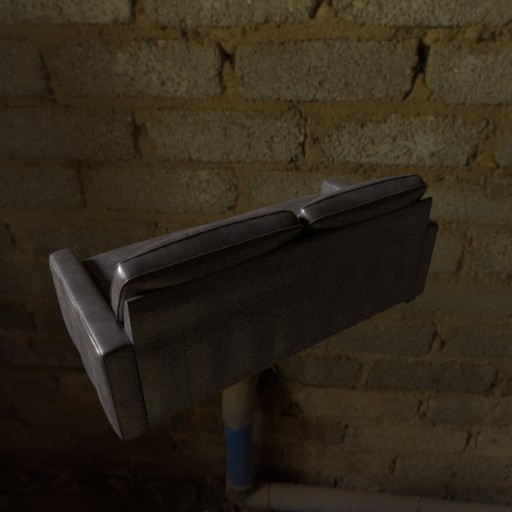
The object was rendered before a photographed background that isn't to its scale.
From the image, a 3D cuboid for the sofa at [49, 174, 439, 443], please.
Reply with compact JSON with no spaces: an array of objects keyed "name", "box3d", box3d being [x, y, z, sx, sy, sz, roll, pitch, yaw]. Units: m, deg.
[{"name":"sofa","box3d":[0.000,0.000,2.574,2.081,0.916,0.939,-19,36,-29]}]
